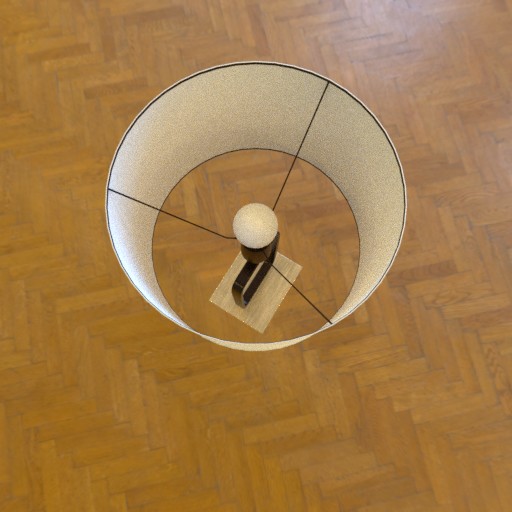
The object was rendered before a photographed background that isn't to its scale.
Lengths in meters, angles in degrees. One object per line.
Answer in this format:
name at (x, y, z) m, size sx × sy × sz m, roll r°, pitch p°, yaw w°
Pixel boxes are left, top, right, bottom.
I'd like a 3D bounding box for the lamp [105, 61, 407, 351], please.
lamp at (0.000, 0.000, 0.657) m, size 0.279 × 0.508 × 0.279 m, roll 31°, pitch 78°, yaw 7°
